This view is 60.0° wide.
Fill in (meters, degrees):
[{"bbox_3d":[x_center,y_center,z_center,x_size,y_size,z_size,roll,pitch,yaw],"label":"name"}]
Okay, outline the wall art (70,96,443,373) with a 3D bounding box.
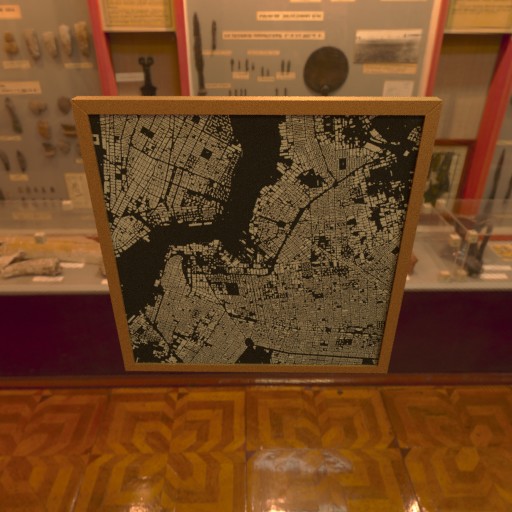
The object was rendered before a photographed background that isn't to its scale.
[{"bbox_3d":[0.000,0.000,2.822,1.926,1.926,0.099,0,30,1],"label":"wall art"}]
